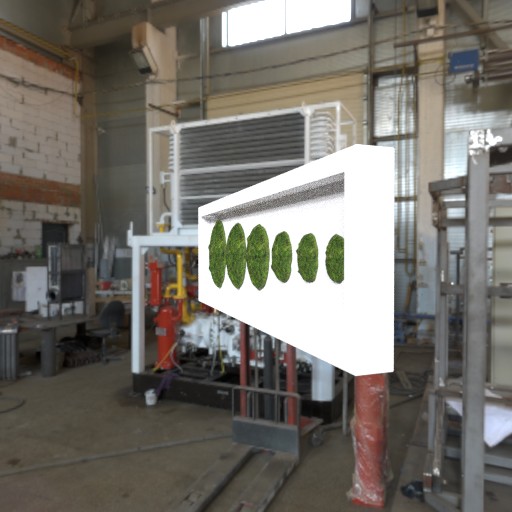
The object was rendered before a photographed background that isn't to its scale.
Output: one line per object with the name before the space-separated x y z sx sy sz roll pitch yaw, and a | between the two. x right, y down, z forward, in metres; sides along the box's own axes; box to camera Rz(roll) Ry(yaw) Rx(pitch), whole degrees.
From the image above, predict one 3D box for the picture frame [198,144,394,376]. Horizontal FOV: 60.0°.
picture frame | 0.000 0.000 0.842 0.050 0.250 0.759 0 1 -20
